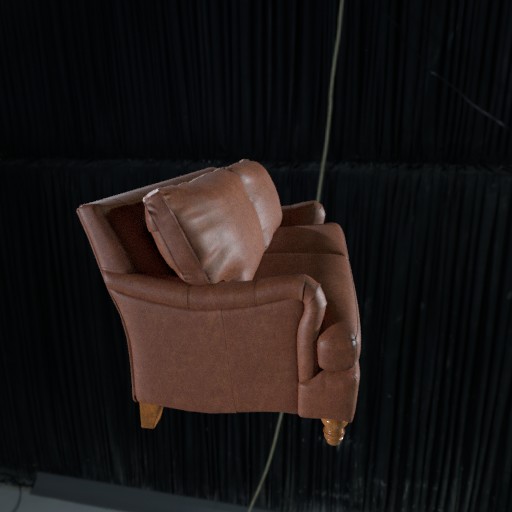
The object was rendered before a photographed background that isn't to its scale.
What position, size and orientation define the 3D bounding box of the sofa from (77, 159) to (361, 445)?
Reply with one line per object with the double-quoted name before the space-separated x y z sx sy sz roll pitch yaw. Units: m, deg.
"sofa" 0.000 0.000 2.738 1.147 1.071 2.144 2 16 8
